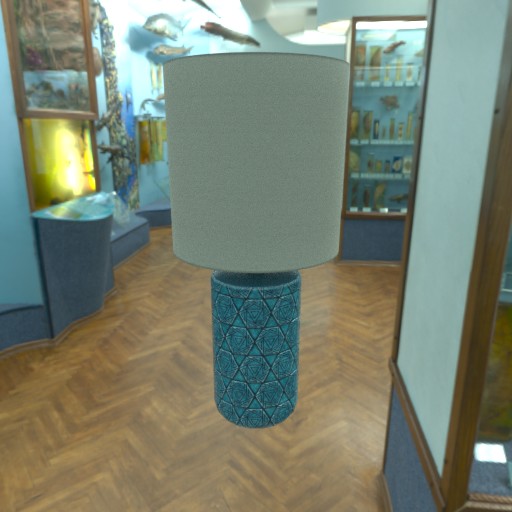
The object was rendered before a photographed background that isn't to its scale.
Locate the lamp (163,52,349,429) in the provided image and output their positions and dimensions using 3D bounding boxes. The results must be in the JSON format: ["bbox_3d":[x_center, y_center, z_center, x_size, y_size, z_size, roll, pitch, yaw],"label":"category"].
[{"bbox_3d":[0.000,0.000,0.756,0.278,0.597,0.278,2,16,8],"label":"lamp"}]
